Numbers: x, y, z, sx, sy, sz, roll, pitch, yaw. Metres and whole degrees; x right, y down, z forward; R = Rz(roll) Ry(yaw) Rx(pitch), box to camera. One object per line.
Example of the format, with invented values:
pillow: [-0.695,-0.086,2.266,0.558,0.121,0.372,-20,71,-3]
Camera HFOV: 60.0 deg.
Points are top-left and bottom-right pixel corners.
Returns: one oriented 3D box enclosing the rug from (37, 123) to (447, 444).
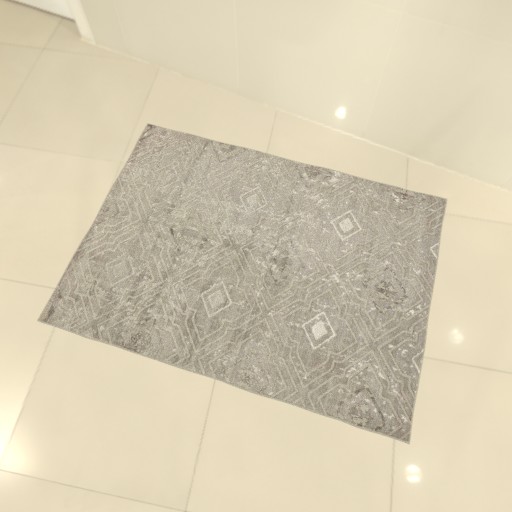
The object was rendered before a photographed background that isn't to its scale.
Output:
rug: [0.000,0.000,4.265,3.359,0.020,2.448,16,65,8]
